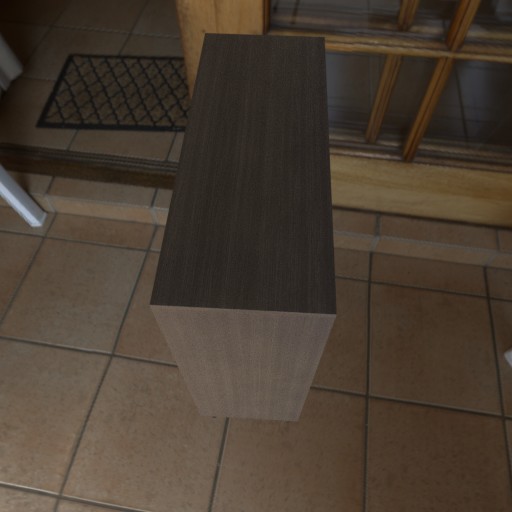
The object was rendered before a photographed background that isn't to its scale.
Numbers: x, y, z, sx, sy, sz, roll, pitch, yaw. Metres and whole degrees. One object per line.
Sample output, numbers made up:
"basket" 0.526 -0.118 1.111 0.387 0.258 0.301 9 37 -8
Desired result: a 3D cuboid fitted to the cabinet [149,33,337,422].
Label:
"cabinet" 0.000 0.000 1.707 0.400 1.170 1.010 3 58 2
